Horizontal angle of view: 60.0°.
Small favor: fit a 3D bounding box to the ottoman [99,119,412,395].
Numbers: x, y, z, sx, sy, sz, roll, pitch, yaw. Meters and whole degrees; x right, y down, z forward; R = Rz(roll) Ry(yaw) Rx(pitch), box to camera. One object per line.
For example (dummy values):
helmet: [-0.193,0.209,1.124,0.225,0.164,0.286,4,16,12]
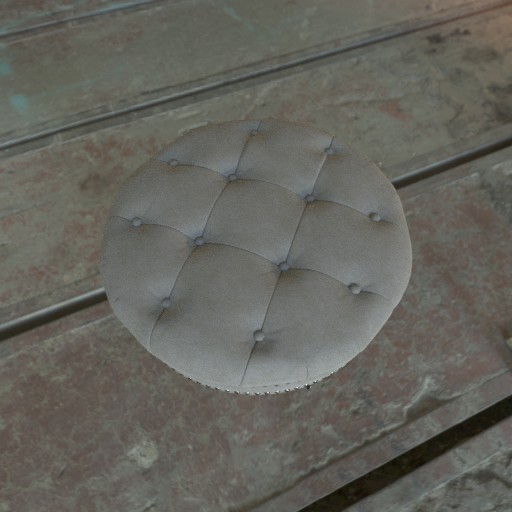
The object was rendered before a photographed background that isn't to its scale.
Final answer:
ottoman: [0.000,0.000,1.398,0.901,0.439,0.901,0,57,0]
